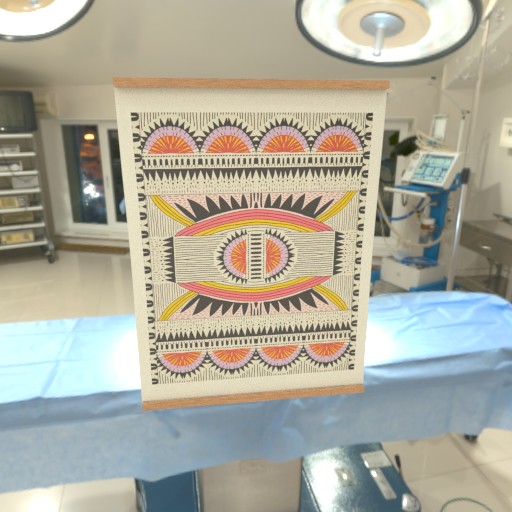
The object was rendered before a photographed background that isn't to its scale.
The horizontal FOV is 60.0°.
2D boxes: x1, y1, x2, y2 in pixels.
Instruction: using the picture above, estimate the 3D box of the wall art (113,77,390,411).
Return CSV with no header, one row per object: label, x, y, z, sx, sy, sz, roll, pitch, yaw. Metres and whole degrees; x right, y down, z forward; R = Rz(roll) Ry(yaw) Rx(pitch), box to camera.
wall art,0.000,0.000,0.822,0.456,0.609,0.028,-2,17,-7
